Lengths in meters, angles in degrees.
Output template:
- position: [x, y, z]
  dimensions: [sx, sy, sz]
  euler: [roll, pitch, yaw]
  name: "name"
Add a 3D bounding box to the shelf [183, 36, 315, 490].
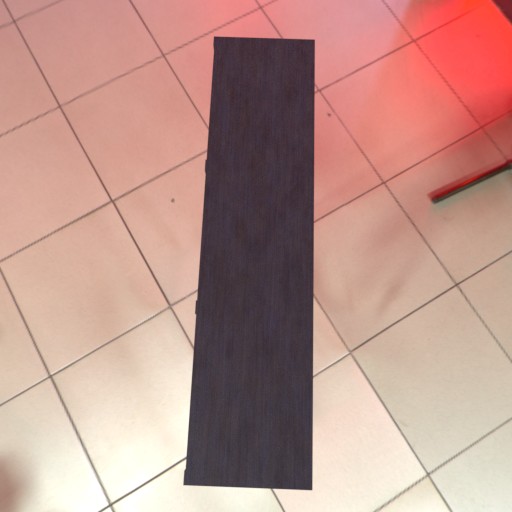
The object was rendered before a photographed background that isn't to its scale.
- position: [0.000, 0.000, 2.152]
  dimensions: [0.471, 0.715, 1.878]
  euler: [2, 76, 0]
  name: "shelf"
